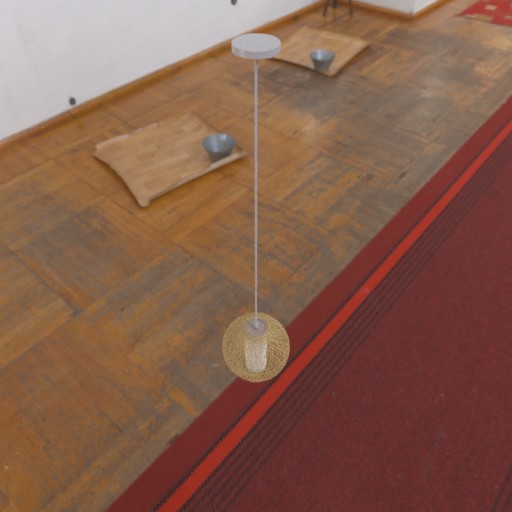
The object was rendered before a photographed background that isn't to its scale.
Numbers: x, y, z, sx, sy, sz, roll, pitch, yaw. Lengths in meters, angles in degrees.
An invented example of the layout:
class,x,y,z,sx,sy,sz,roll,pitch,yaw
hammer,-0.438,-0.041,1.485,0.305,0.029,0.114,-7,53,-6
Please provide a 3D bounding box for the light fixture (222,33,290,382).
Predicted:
class,x,y,z,sx,sy,sz,roll,pitch,yaw
light fixture,0.000,0.000,2.122,0.407,1.955,0.406,-3,45,-3
